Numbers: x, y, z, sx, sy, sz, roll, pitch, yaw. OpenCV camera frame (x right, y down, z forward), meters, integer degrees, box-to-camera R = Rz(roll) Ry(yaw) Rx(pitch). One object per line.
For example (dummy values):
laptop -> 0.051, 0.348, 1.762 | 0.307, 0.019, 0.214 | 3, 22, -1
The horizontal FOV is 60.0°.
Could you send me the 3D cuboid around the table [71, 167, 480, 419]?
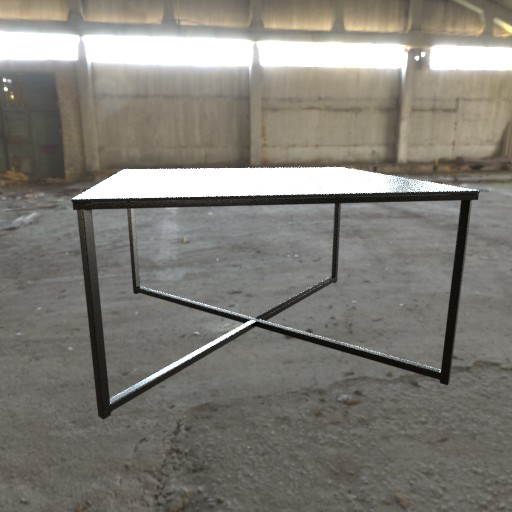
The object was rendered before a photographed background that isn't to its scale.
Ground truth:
table -> 0.000, 0.000, 1.285 | 0.800, 0.450, 0.800 | -3, 15, -9
